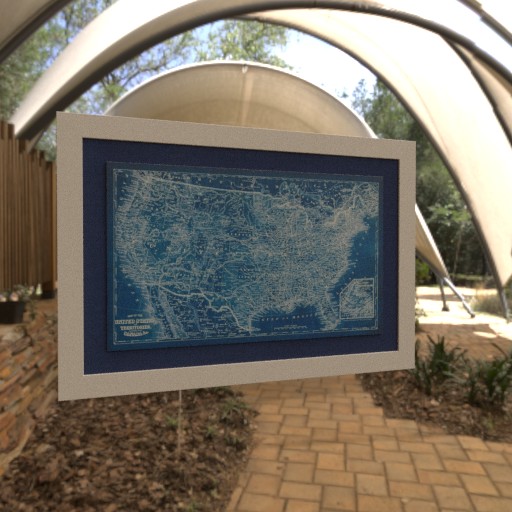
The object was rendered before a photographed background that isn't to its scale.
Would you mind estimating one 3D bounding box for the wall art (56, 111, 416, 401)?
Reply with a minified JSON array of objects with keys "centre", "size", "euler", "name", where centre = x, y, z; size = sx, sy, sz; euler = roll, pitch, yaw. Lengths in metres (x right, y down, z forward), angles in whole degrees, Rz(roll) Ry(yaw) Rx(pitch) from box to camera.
[{"centre":[0.000,0.000,1.594],"size":[1.308,0.902,0.051],"euler":[0,1,-17],"name":"wall art"}]
